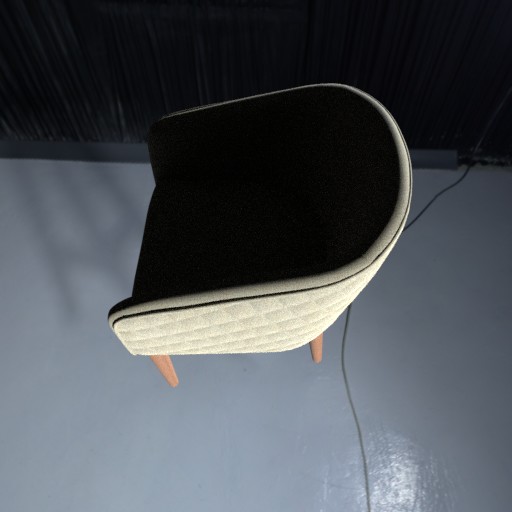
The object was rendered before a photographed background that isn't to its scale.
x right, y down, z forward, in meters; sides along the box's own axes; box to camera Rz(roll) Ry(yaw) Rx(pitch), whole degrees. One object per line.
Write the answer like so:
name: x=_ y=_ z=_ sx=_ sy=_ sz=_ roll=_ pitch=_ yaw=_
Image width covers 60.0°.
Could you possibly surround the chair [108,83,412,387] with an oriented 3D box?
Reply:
chair: x=0.000 y=0.000 z=1.201 sx=0.616 sy=0.775 sz=0.584 roll=1 pitch=58 yaw=1
